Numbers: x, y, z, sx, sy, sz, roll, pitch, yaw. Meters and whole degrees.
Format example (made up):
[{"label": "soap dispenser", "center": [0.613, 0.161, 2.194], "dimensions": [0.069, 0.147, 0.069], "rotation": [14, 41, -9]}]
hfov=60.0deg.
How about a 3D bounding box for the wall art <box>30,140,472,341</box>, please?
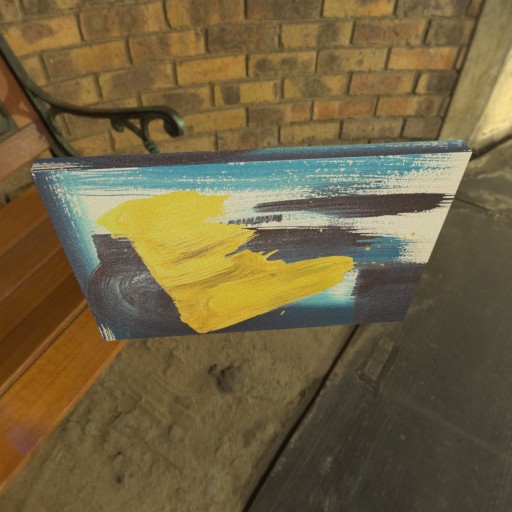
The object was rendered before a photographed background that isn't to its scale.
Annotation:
[{"label": "wall art", "center": [0.000, 0.000, 0.764], "dimensions": [0.609, 0.406, 0.033], "rotation": [-3, 46, -3]}]
